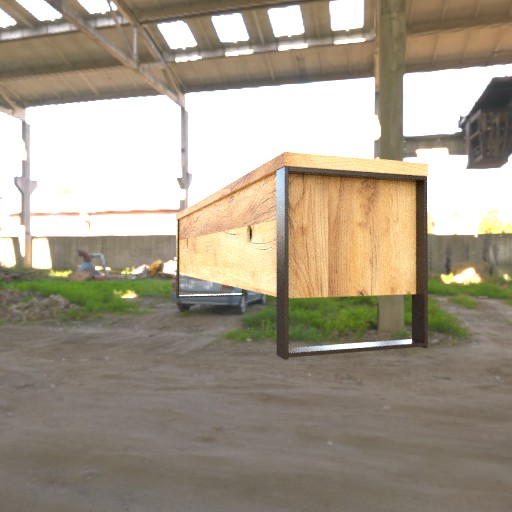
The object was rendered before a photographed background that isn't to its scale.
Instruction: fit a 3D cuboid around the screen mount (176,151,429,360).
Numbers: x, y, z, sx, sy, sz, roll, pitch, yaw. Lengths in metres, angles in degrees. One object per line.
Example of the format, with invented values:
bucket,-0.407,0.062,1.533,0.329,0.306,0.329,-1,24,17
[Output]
screen mount,0.000,0.000,1.738,0.395,0.450,1.524,0,0,-19
